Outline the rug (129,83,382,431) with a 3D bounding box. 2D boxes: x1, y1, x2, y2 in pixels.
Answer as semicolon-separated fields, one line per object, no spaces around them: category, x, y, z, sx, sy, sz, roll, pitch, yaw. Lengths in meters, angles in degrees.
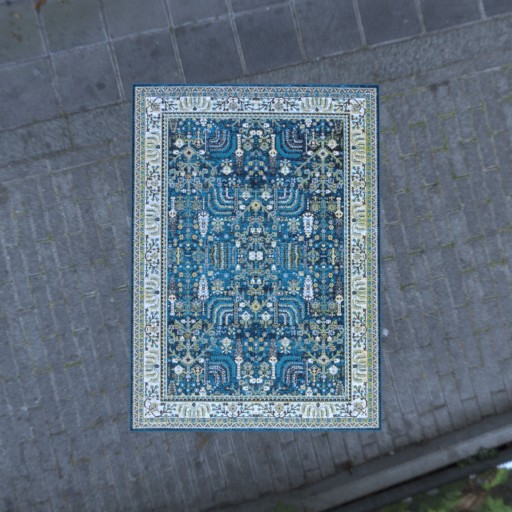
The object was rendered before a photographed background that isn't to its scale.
rug;0.000;0.000;2.823;1.594;0.013;2.213;0;89;0
